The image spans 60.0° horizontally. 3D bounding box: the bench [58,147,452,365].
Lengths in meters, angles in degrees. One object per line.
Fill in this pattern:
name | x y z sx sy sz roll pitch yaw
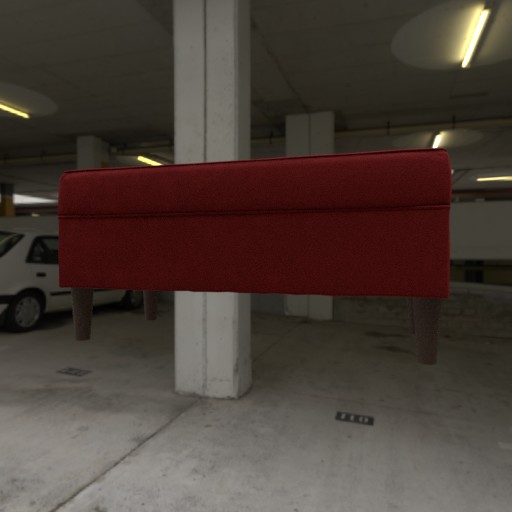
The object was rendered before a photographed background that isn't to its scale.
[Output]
bench | 0.000 0.000 1.301 1.016 0.471 0.492 0 1 17
